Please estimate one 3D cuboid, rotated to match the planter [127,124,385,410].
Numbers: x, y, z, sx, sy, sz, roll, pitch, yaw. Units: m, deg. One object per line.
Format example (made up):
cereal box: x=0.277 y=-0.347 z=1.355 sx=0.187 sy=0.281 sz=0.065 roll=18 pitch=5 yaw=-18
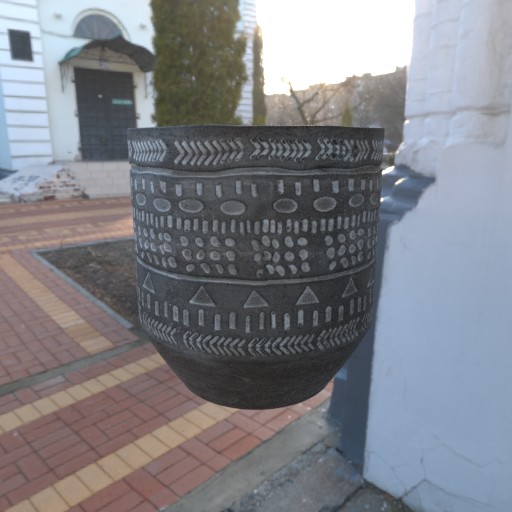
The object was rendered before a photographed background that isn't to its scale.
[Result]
planter: x=0.000 y=0.000 z=0.231 sx=0.122 sy=0.128 sz=0.122 roll=0 pitch=15 yaw=0
